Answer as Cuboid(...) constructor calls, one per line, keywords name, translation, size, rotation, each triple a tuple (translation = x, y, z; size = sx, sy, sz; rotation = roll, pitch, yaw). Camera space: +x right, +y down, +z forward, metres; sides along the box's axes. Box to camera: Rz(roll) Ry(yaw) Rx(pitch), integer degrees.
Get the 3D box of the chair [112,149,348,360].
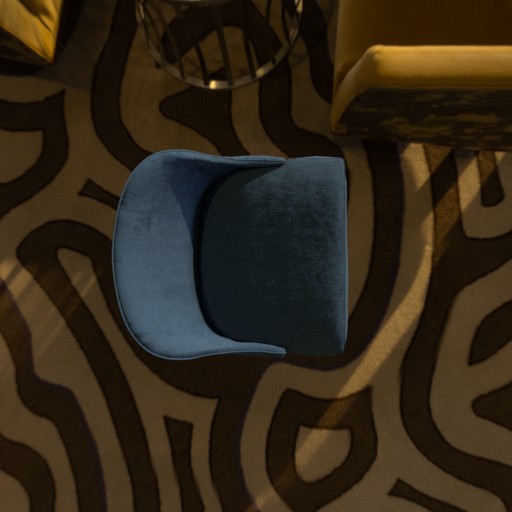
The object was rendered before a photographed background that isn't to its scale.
Cuboid(name="chair", translation=(0.000, 0.000, 1.240), size=(0.489, 0.927, 0.526), rotation=(0, 90, 1))
